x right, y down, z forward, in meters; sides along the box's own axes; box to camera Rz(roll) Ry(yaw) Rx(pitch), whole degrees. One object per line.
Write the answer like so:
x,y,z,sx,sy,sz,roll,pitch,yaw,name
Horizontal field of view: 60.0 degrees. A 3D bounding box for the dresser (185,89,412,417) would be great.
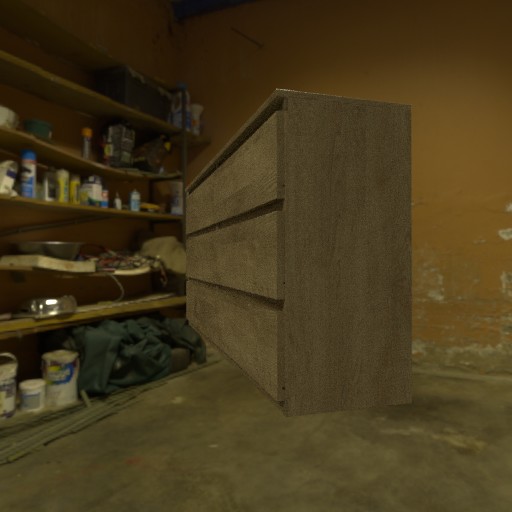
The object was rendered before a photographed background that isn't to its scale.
0.000,0.000,1.884,0.390,0.795,1.590,0,-1,-17,dresser
